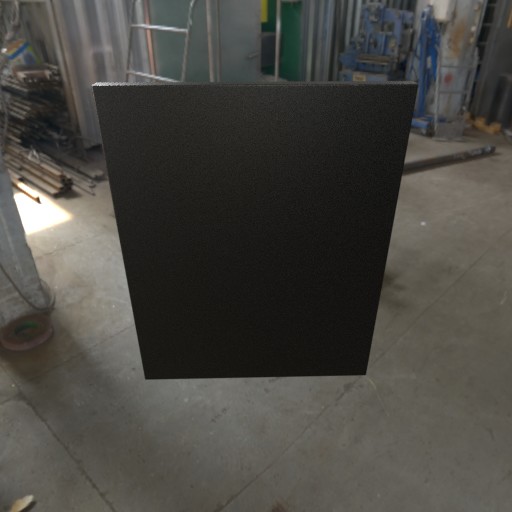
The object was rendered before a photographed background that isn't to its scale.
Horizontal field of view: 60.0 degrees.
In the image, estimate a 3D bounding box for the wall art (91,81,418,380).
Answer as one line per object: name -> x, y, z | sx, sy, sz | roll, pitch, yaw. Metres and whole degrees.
wall art -> 0.000, 0.000, 1.616 | 0.950, 1.194, 0.053 | -1, 31, -1
